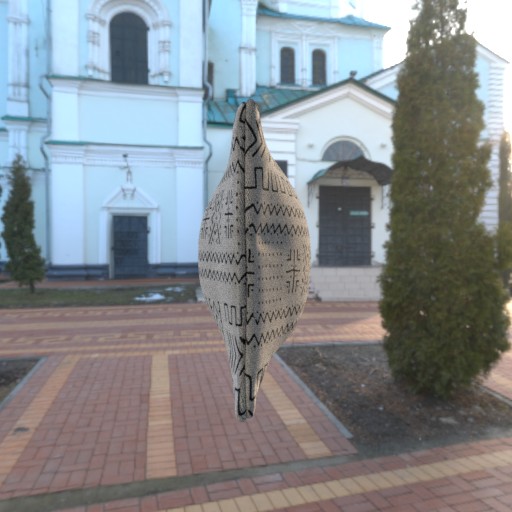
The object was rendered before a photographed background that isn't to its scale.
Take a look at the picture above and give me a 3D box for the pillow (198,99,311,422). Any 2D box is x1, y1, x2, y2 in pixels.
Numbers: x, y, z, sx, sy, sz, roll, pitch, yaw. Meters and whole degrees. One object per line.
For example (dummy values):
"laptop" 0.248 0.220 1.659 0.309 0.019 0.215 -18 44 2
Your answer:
"pillow" 0.000 0.000 0.789 0.188 0.352 0.637 0 1 0
